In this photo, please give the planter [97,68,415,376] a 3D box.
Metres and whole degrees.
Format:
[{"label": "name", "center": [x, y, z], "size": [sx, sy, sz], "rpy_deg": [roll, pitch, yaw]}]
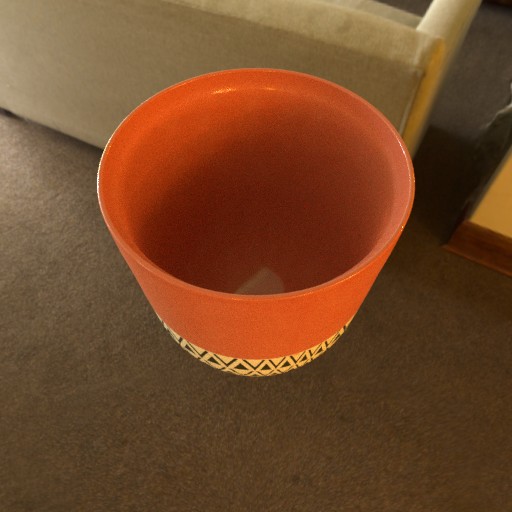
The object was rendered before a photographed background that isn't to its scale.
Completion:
[{"label": "planter", "center": [0.000, 0.000, 0.365], "size": [0.195, 0.214, 0.195], "rpy_deg": [0, 57, 0]}]
